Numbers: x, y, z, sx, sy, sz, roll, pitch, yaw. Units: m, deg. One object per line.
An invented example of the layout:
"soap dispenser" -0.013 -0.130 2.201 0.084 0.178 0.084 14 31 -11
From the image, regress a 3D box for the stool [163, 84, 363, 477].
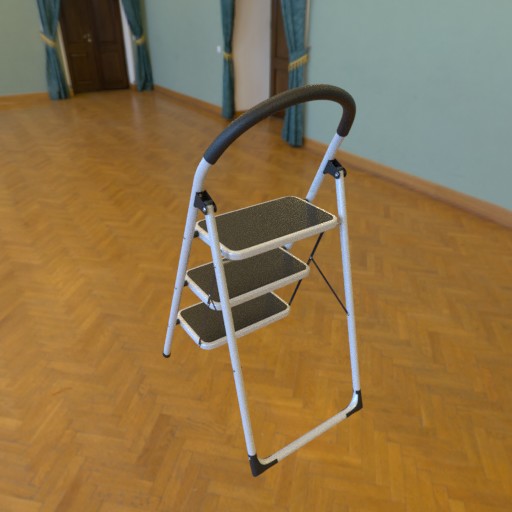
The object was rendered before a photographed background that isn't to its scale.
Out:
"stool" 0.000 0.000 1.440 0.485 1.109 0.676 -19 35 -30
